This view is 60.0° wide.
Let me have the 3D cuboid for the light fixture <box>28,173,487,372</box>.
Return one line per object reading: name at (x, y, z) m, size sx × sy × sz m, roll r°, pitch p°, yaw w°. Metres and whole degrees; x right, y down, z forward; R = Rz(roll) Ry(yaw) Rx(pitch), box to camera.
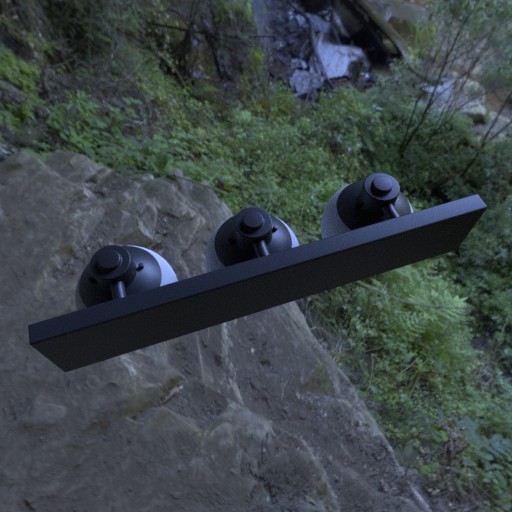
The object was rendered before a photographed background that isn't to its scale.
light fixture at (0.000, 0.000, 0.823) m, size 0.721 × 0.263 × 0.218 m, roll -16°, pitch 60°, yaw -10°
